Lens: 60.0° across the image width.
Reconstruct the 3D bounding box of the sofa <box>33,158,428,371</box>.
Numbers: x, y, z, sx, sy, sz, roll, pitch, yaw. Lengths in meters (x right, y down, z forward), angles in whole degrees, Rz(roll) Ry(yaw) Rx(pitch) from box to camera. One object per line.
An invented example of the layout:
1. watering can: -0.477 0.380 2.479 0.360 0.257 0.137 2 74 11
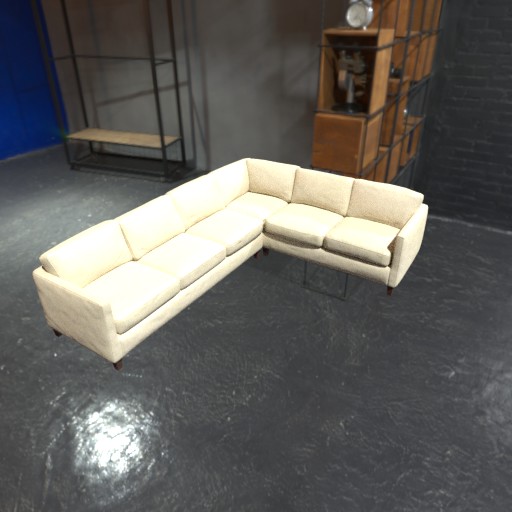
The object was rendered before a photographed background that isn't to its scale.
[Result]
1. sofa: 0.000 0.000 4.522 2.593 0.947 3.302 18 35 28
